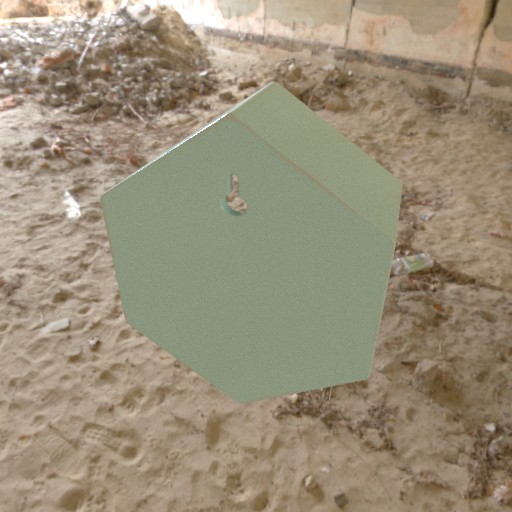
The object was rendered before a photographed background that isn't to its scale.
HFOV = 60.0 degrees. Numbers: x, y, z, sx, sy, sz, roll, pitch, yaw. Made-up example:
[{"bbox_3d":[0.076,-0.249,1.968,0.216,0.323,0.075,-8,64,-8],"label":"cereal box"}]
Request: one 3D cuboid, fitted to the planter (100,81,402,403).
[{"bbox_3d":[0.000,0.000,0.295,0.169,0.207,0.078,10,34,15],"label":"planter"}]
